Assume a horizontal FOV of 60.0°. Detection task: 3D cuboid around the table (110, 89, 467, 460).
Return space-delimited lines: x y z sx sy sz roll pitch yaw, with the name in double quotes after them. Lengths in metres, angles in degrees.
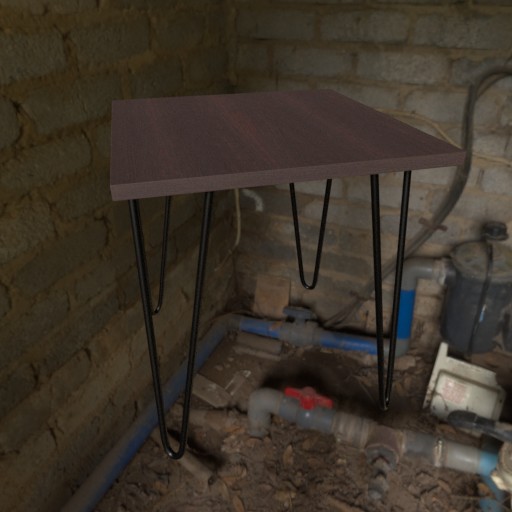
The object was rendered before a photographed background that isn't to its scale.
0.000 0.000 0.931 0.495 0.559 0.495 -8 32 -13 "table"
